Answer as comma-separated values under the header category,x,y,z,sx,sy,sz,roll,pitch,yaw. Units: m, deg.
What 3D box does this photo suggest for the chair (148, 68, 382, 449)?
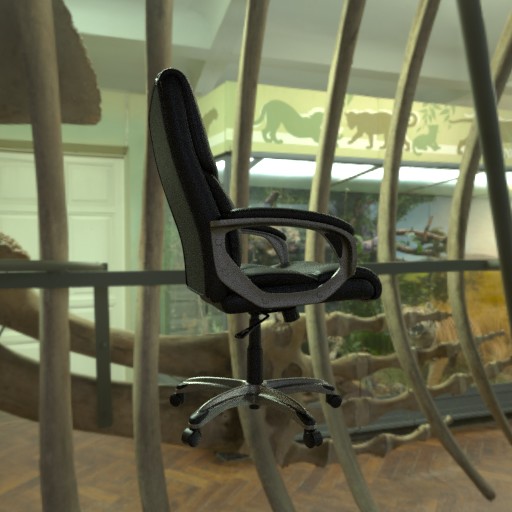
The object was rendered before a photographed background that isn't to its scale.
category,x,y,z,sx,sy,sz,roll,pitch,yaw
chair,0.000,0.000,1.603,0.739,1.155,0.663,0,0,-17
